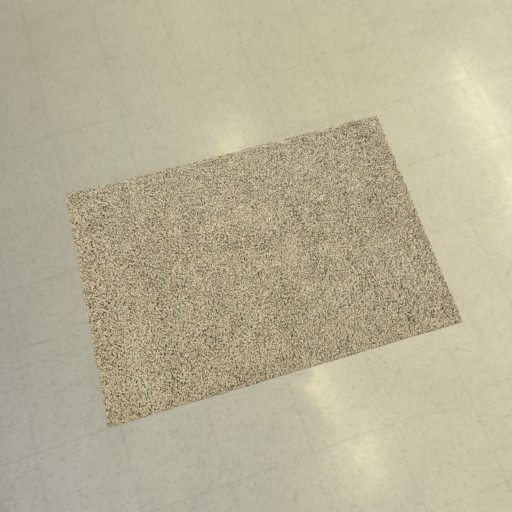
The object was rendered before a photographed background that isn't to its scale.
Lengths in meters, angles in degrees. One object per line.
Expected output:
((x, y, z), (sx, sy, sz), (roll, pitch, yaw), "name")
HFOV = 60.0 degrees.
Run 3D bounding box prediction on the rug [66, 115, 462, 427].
((0.000, 0.000, 2.285), (1.778, 0.030, 1.219), (-15, 74, -4), "rug")
